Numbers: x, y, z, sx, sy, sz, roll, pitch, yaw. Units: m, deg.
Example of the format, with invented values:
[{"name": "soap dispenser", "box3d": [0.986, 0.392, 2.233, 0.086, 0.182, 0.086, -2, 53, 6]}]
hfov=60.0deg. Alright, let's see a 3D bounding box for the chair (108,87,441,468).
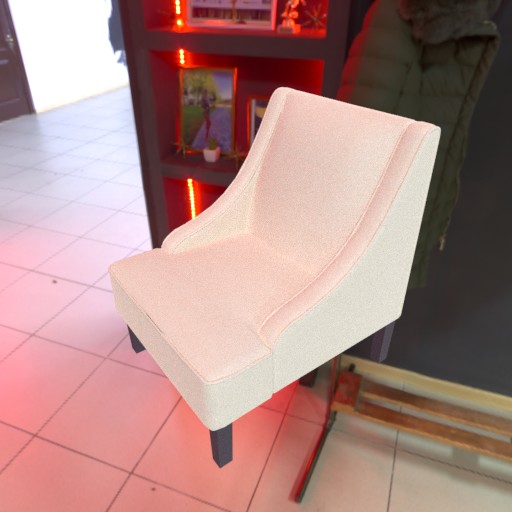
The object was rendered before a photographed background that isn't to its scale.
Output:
[{"name": "chair", "box3d": [0.000, 0.000, 1.474, 0.806, 0.886, 0.689, -21, 38, -31]}]
